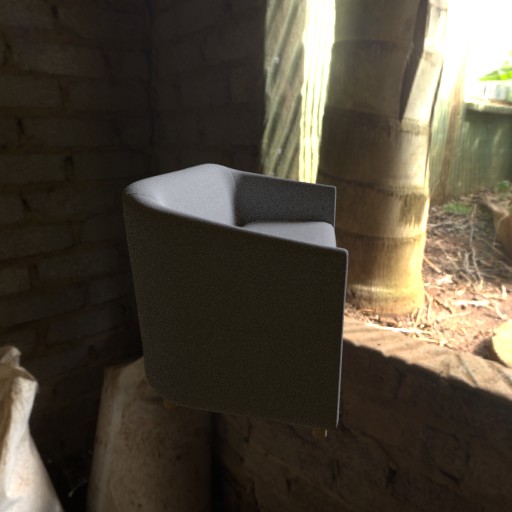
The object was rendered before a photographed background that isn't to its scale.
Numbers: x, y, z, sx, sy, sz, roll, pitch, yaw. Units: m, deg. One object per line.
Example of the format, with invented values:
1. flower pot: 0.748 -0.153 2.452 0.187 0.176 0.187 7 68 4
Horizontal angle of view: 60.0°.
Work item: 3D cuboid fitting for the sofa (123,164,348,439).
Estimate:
1. sofa: 0.000 0.000 1.906 0.705 0.721 1.452 2 16 8
